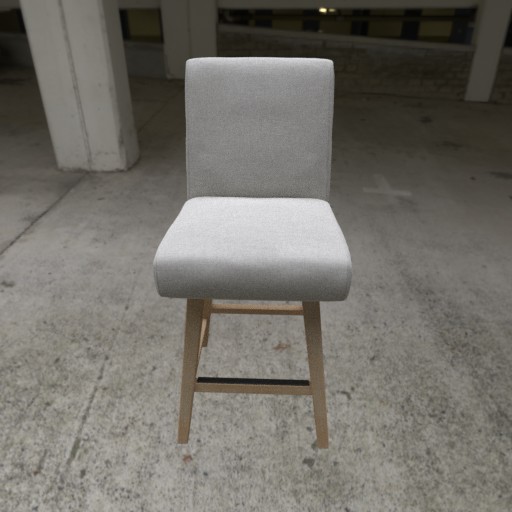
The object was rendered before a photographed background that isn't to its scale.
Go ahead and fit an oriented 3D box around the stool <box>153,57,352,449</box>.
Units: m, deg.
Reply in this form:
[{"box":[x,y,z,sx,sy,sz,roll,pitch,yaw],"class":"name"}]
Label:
[{"box":[0.000,0.000,1.387,0.507,1.085,0.606,1,30,2],"class":"stool"}]
